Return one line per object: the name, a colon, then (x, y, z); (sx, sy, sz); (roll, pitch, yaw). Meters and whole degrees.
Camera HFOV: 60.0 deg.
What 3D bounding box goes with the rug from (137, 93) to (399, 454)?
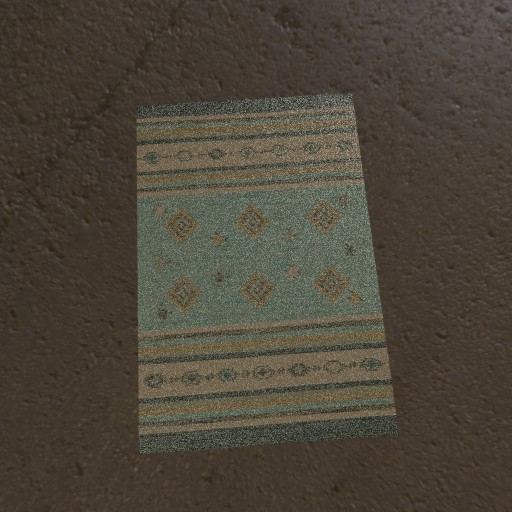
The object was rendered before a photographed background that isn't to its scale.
rug: (0.000, 0.000, 2.279); (1.212, 0.010, 1.811); (-4, 76, -1)
